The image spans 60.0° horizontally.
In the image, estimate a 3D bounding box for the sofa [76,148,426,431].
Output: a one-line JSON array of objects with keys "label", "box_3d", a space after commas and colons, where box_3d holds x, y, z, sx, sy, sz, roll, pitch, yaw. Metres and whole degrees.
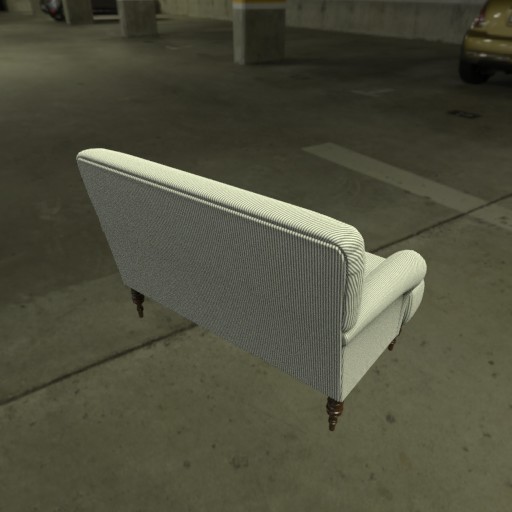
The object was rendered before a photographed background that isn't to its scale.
[{"label": "sofa", "box_3d": [0.000, 0.000, 1.867, 1.297, 0.889, 0.779, 22, 37, 31]}]
